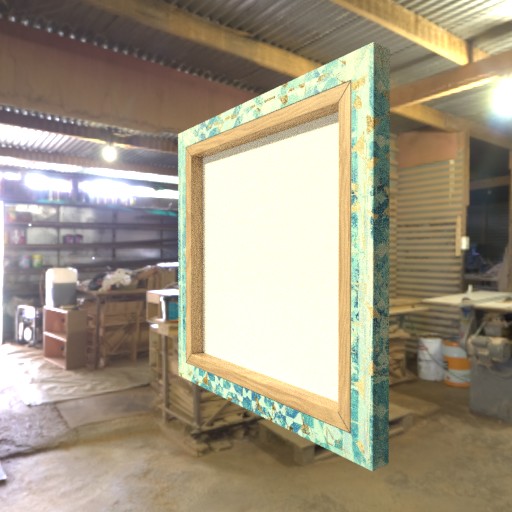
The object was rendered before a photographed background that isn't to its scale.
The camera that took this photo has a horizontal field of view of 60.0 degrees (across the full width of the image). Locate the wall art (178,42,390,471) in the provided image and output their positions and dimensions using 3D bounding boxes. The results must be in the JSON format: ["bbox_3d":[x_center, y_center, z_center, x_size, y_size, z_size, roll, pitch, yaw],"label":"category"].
[{"bbox_3d":[0.000,0.000,0.883,0.040,0.609,0.609,0,1,-36],"label":"wall art"}]
